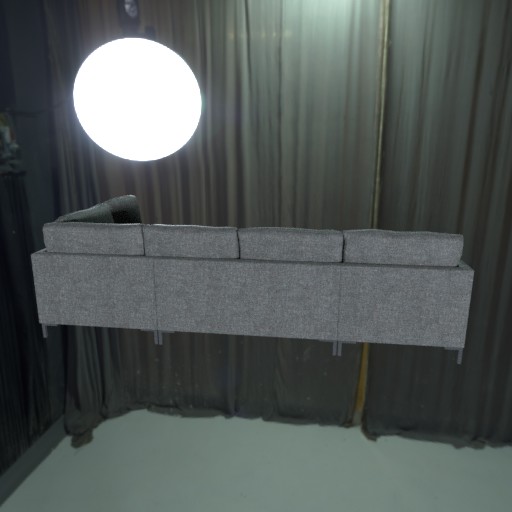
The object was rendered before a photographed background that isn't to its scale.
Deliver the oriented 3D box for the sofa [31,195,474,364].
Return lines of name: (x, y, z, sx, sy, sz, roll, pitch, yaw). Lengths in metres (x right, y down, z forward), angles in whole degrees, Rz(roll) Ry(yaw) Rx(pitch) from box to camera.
sofa: (0.000, 0.000, 4.337, 3.423, 0.999, 2.048, 2, 15, 7)
